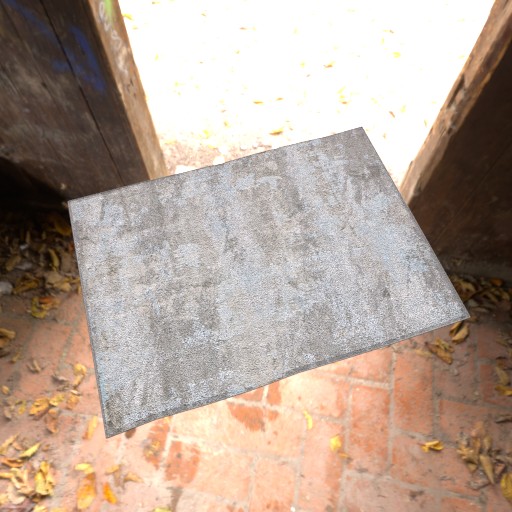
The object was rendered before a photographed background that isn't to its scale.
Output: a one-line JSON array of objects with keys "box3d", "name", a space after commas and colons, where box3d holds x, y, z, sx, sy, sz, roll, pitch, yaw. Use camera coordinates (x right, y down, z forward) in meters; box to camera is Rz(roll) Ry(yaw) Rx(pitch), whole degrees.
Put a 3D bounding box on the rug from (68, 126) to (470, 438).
[{"box3d": [0.000, 0.000, 4.291, 3.307, 0.013, 2.393, -16, 65, -8], "name": "rug"}]
